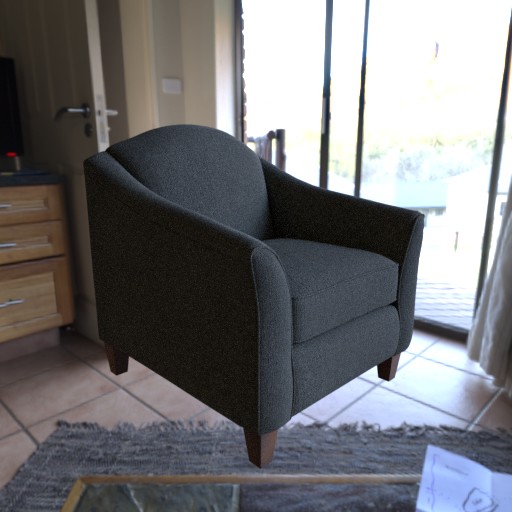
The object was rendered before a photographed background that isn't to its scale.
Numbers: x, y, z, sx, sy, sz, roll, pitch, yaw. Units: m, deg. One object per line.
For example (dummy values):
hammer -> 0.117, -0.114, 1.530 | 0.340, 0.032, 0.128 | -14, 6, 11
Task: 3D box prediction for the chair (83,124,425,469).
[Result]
chair -> 0.000, 0.000, 1.420 | 0.763, 0.839, 0.787 | -12, 18, -43
